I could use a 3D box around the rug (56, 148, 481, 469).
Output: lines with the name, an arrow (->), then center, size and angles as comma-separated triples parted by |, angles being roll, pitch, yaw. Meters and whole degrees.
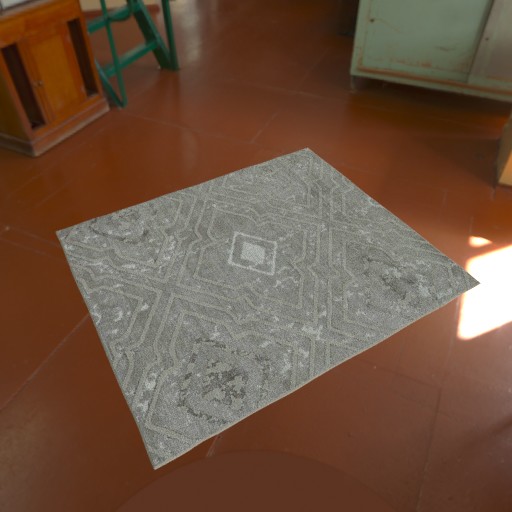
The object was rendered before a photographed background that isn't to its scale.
rug -> 0.000, 0.000, 0.863 | 0.639, 0.006, 0.548 | -23, 49, -21
